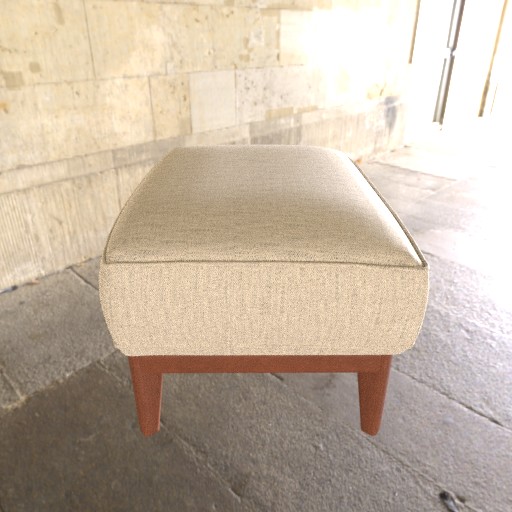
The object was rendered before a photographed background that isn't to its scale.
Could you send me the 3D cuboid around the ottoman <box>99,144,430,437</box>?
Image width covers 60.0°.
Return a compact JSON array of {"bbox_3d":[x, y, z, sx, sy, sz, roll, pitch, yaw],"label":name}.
[{"bbox_3d":[0.000,0.000,1.138,0.594,0.465,0.794,0,27,0],"label":"ottoman"}]
